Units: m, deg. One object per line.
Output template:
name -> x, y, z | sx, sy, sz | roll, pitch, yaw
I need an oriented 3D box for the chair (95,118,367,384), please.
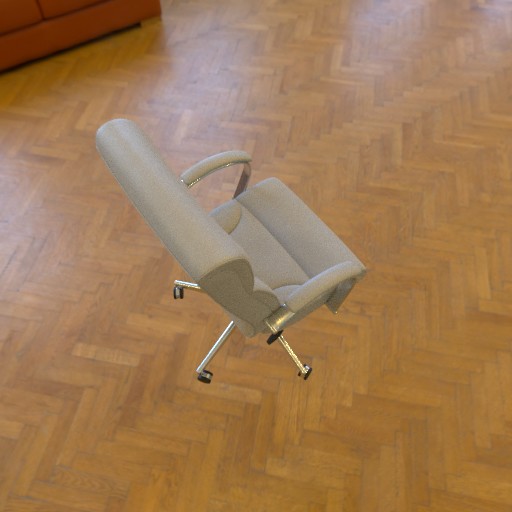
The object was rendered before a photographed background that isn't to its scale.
chair -> 0.000, 0.000, 1.598 | 0.745, 1.099, 0.727 | -31, 63, -18
